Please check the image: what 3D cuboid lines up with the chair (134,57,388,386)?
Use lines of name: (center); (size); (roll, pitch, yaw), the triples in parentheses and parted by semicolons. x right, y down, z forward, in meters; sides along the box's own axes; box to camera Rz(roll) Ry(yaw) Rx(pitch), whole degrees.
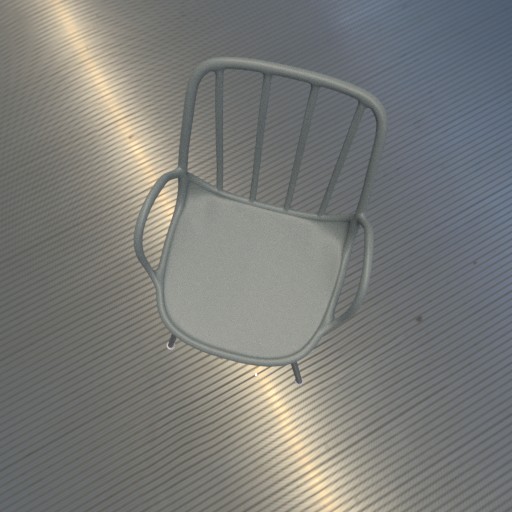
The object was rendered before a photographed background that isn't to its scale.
chair: (0.000, 0.000, 1.207); (0.549, 0.816, 0.597); (15, 76, 4)
